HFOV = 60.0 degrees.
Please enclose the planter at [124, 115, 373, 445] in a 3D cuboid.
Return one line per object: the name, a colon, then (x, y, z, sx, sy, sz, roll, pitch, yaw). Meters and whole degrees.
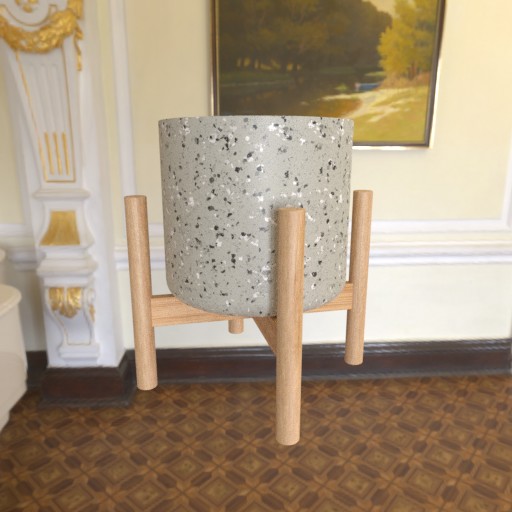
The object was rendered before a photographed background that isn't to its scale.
planter: (0.000, 0.000, 0.553, 0.284, 0.320, 0.284, 2, 14, 9)
